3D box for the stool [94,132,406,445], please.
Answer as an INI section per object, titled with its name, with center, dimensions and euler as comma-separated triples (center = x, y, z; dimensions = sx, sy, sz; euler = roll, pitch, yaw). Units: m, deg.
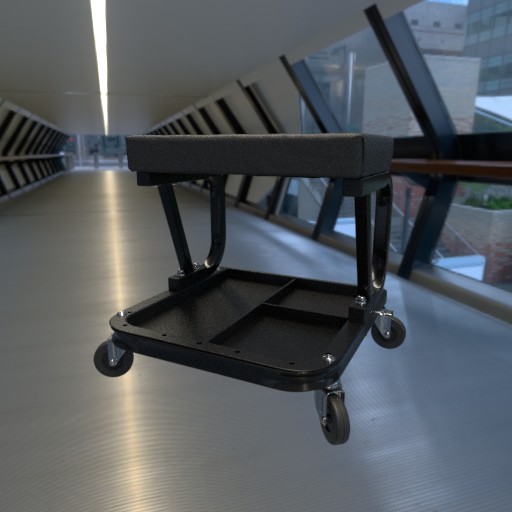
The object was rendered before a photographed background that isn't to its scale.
[stool]
center = 0.000, 0.000, 0.721
dimensions = 0.446, 0.380, 0.371
euler = 7, 16, 26
